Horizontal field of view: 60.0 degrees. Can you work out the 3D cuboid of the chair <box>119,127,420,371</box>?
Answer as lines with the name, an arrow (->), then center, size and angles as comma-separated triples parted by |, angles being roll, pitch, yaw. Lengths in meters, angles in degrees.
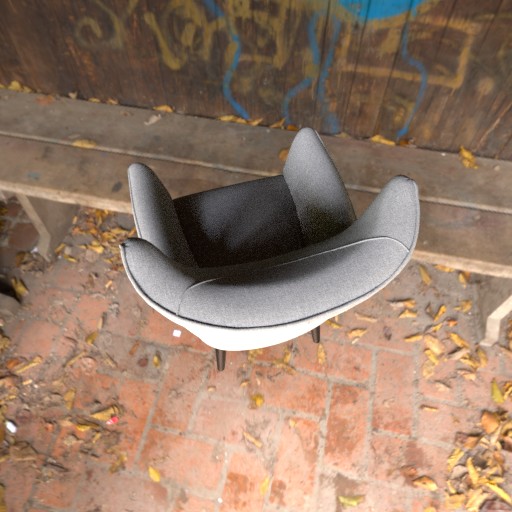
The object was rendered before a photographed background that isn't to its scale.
chair -> 0.000, 0.000, 1.586 | 0.781, 0.933, 0.888 | -14, 59, -9
